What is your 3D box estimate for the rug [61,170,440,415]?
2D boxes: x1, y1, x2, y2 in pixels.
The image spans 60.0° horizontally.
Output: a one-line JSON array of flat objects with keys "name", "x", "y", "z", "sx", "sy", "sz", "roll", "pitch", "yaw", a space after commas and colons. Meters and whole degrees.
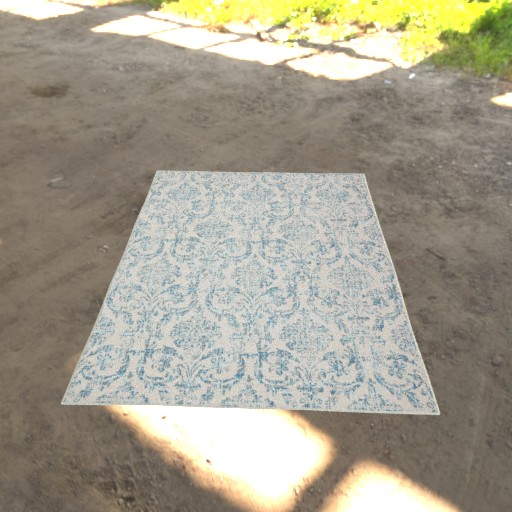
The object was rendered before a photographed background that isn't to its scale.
[{"name": "rug", "x": 0.000, "y": 0.000, "z": 3.899, "sx": 2.363, "sy": 0.012, "sz": 2.980, "roll": 1, "pitch": 40, "yaw": 1}]
